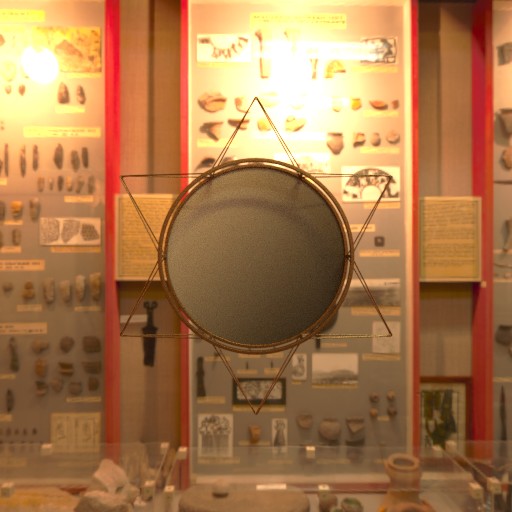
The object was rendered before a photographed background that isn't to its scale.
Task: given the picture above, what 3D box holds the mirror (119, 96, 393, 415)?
[{"bbox_3d":[0.000,0.000,0.809,0.498,0.581,0.062,0,0,0],"label":"mirror"}]
